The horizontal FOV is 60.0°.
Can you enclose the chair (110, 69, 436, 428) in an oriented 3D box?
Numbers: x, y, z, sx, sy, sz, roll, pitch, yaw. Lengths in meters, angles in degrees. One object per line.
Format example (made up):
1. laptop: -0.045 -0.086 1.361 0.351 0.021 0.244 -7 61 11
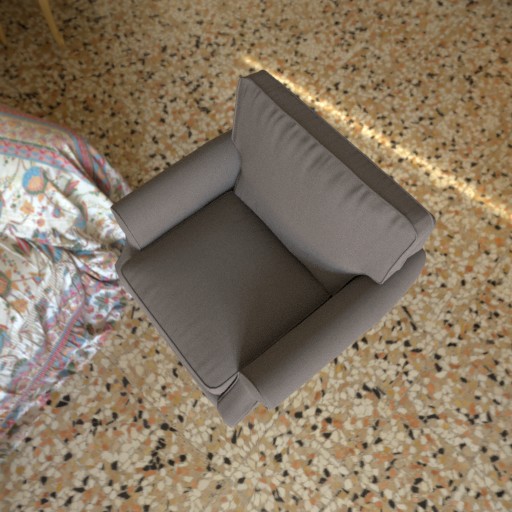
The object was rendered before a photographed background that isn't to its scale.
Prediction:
1. chair: 0.000 0.000 1.796 0.966 0.967 1.029 -36 69 -16
